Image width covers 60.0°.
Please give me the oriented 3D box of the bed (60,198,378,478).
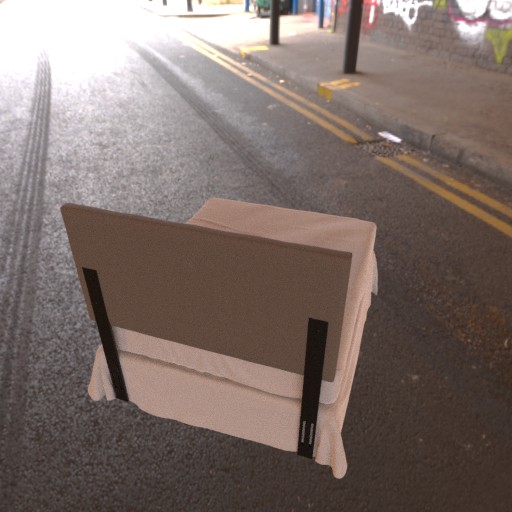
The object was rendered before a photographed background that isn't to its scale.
[{"bbox_3d":[0.000,0.000,3.476,1.936,1.577,2.222,11,35,16],"label":"bed"}]
